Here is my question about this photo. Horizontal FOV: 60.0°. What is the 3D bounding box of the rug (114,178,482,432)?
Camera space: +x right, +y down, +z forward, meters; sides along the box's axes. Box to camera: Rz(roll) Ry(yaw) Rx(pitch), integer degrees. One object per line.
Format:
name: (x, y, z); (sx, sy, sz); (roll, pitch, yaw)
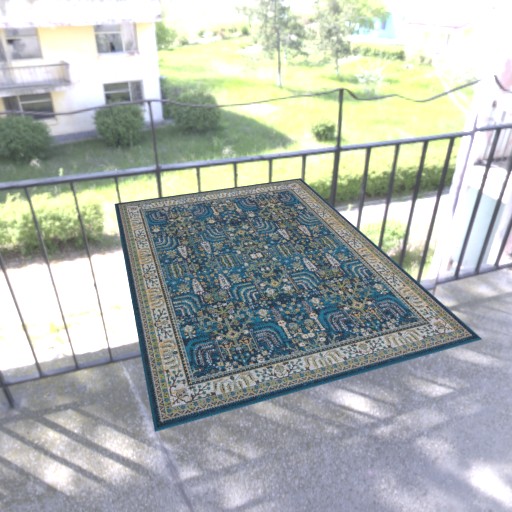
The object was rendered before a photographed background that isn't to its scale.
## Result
rug: (0.000, 0.000, 3.943); (2.226, 0.015, 3.044); (-10, 34, -16)
